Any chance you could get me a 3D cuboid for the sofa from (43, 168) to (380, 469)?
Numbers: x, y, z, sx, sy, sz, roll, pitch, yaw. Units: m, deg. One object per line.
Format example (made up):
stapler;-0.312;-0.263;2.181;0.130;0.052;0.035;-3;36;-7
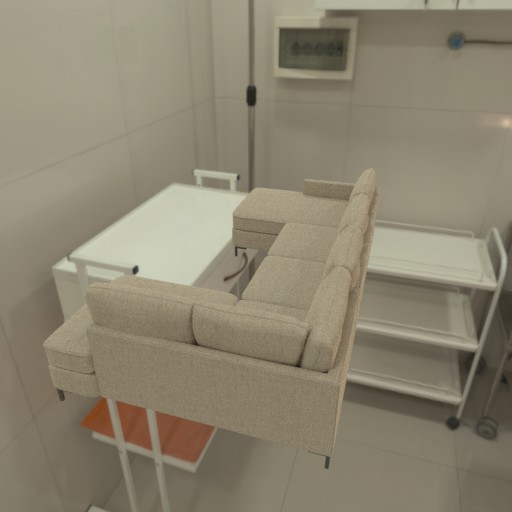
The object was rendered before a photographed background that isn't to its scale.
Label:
sofa;0.000;0.000;4.195;2.021;0.996;3.423;9;30;15
